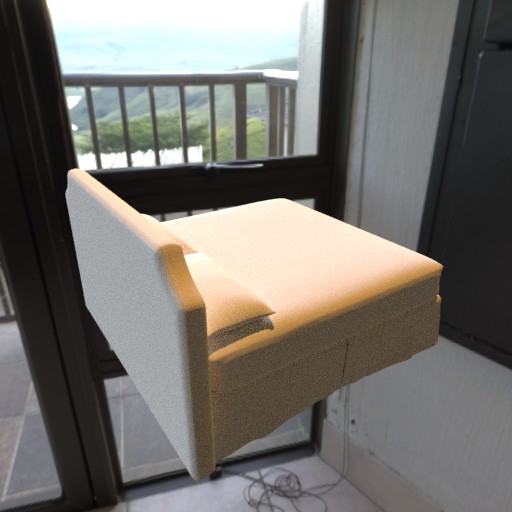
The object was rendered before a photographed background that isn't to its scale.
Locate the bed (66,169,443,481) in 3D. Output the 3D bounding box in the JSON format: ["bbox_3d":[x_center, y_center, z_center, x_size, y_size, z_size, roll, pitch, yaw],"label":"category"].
[{"bbox_3d":[0.000,0.000,3.416,2.204,1.301,2.160,-16,29,-30],"label":"bed"}]
